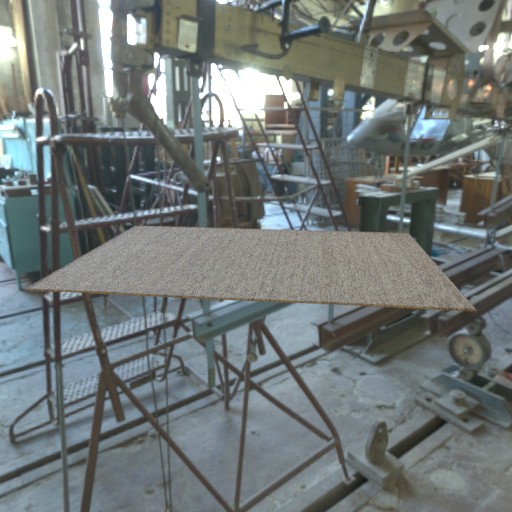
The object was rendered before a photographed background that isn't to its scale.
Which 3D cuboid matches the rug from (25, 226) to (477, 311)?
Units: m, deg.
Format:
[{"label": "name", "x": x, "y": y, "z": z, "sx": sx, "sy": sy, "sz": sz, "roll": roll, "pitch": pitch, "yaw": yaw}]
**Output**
[{"label": "rug", "x": 0.000, "y": 0.000, "z": 2.952, "sx": 2.283, "sy": 0.013, "sz": 1.547, "roll": 2, "pitch": 17, "yaw": 7}]
